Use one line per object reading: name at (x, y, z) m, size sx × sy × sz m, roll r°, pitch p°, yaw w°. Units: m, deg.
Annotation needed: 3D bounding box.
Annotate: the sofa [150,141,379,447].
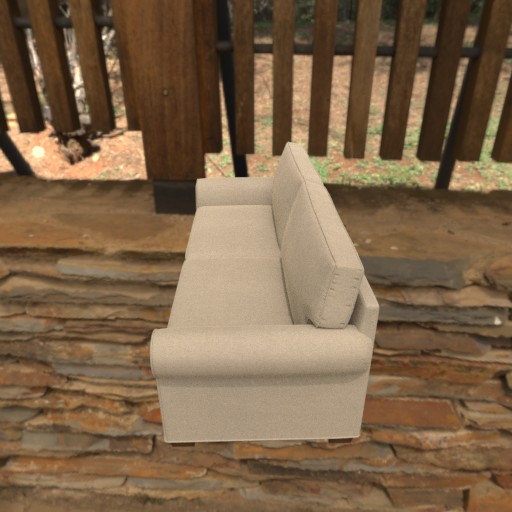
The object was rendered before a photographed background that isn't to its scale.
sofa at (0.000, 0.000, 2.697) m, size 0.901 × 0.962 × 2.146 m, roll -1°, pitch 28°, yaw -1°
